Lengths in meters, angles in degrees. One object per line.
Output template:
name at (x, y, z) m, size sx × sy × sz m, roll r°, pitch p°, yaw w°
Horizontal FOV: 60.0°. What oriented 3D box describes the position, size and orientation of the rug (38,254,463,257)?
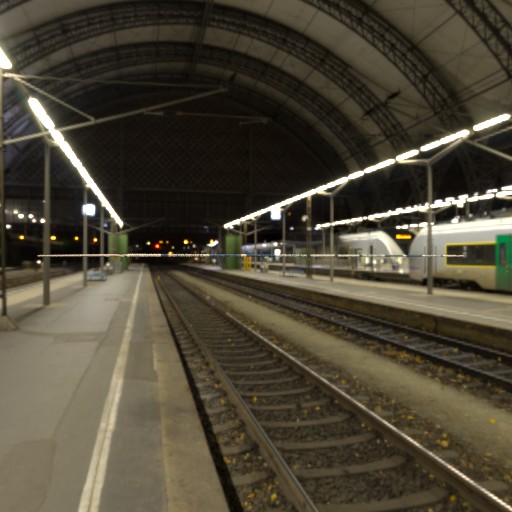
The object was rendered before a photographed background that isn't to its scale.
rug at (0.000, 0.000, 2.986) m, size 2.441 × 0.010 × 1.532 m, roll 0°, pitch 0°, yaw -35°
